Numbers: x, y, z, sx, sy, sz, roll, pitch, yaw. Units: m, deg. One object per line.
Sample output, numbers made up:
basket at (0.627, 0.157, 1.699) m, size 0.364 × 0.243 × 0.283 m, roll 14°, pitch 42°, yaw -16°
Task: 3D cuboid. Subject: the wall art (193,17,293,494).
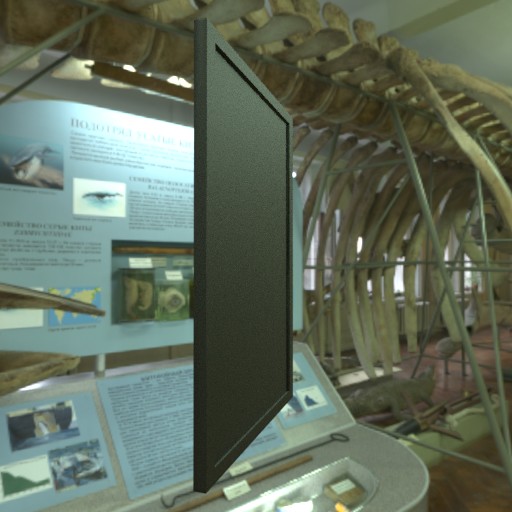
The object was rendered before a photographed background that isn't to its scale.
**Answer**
wall art at (0.000, 0.000, 0.546) m, size 0.013 × 0.431 × 0.303 m, roll 0°, pitch -1°, yaw 20°
